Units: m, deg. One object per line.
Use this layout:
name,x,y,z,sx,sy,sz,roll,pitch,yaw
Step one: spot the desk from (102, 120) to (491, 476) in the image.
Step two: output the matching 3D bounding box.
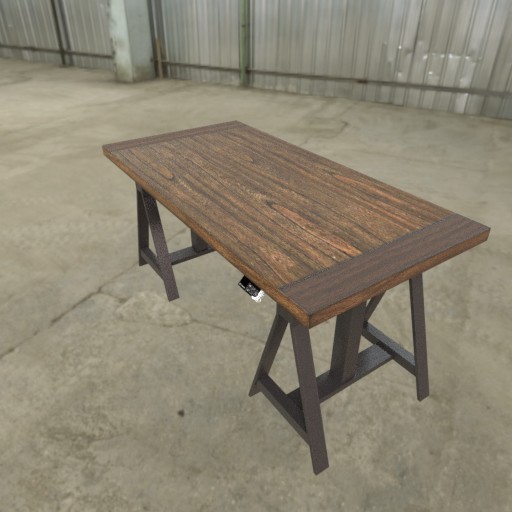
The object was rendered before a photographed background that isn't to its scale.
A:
desk,0.000,0.000,1.958,0.784,0.725,1.543,-20,37,-29
